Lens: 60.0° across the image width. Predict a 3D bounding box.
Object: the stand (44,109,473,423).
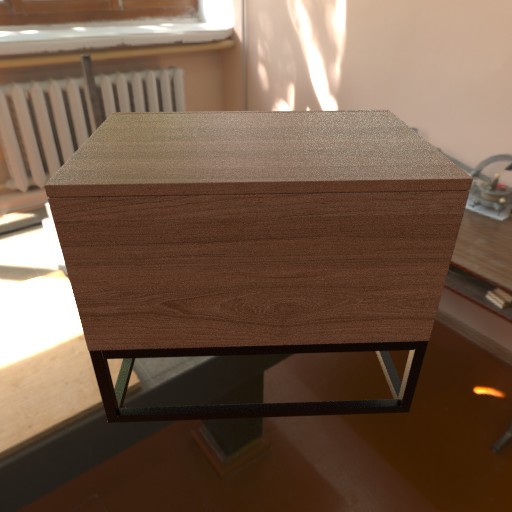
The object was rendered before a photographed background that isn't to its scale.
[{"bbox_3d":[0.000,0.000,0.927,0.600,0.500,0.420,-1,32,-2],"label":"stand"}]
